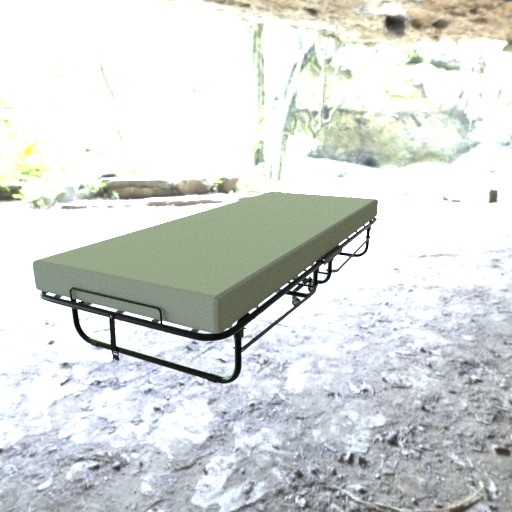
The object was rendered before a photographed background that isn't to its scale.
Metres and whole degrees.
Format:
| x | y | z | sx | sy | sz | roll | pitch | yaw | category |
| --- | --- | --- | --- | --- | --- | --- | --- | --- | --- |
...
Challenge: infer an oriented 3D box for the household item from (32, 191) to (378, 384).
| x | y | z | sx | sy | sz | roll | pitch | yaw | category |
| --- | --- | --- | --- | --- | --- | --- | --- | --- | --- |
| 0.000 | 0.000 | 2.164 | 0.787 | 0.356 | 1.905 | 8 | 18 | 26 | household item |
